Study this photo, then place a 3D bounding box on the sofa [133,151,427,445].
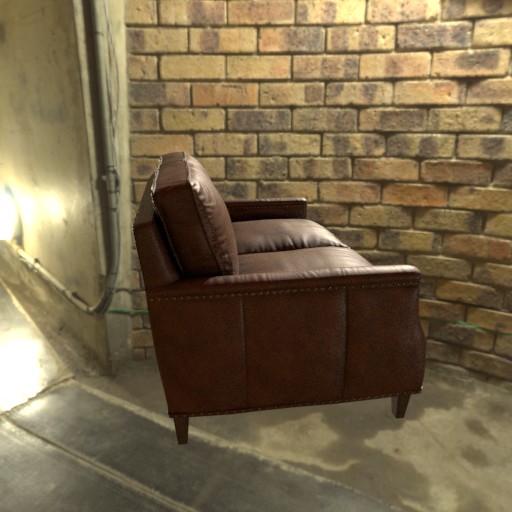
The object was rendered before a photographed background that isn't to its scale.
[{"bbox_3d":[0.000,0.000,2.293,1.083,1.003,1.628,-3,18,-9],"label":"sofa"}]
